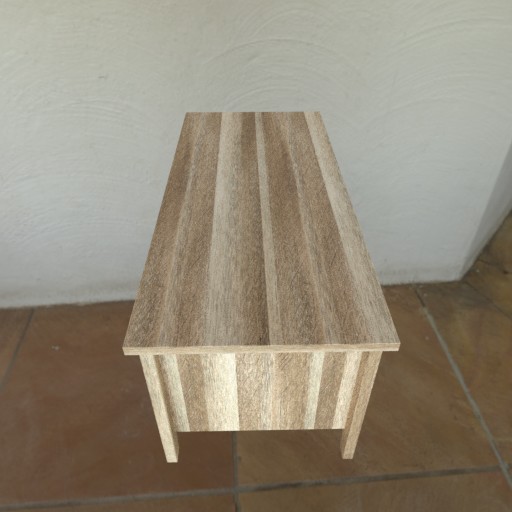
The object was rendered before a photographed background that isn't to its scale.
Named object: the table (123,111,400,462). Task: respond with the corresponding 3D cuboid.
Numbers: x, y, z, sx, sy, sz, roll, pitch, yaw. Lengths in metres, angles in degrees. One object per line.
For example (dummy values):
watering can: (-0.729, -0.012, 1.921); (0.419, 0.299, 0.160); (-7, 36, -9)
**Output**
table: (0.000, 0.000, 1.360); (0.493, 0.480, 1.095); (-1, 39, -1)
